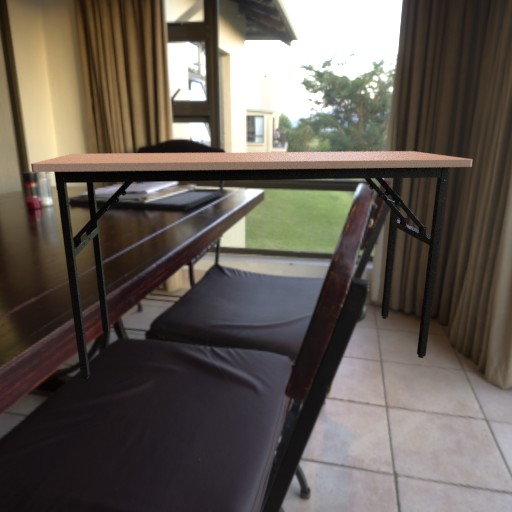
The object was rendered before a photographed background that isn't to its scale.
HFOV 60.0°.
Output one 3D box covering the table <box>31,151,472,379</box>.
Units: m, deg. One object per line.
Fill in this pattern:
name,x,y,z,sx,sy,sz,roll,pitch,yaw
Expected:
table,0.000,0.000,1.706,1.397,0.750,0.447,-2,17,-6
